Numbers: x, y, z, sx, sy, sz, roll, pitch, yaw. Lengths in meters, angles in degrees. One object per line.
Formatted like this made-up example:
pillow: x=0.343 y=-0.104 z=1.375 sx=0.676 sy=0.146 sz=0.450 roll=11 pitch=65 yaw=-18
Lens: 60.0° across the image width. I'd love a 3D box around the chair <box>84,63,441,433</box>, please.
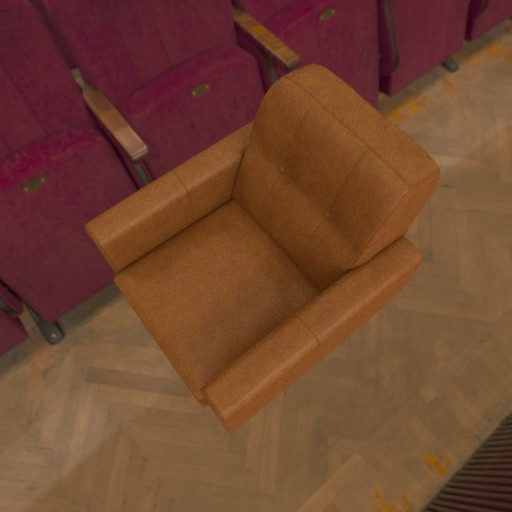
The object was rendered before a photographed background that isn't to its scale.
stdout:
chair: x=0.000 y=0.000 z=1.653 sx=0.942 sy=0.968 sz=0.845 roll=-35 pitch=69 yaw=-16
